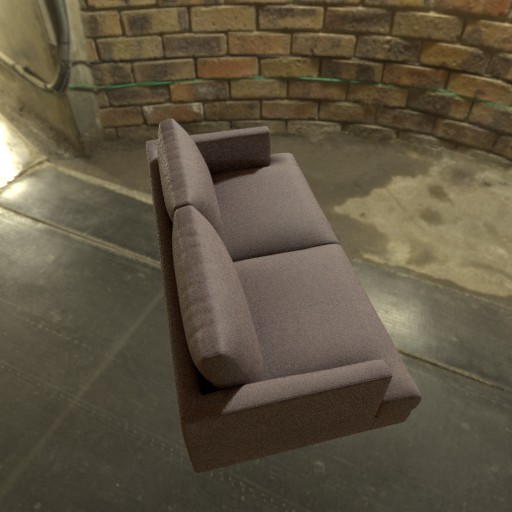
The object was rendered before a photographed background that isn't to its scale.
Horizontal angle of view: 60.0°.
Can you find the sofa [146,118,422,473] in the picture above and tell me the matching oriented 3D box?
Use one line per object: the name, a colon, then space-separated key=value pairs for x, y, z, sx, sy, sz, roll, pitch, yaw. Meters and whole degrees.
sofa: x=0.000 y=0.000 z=2.455 sx=1.020 sy=0.868 sz=1.948 roll=-10 pitch=47 yaw=-9
